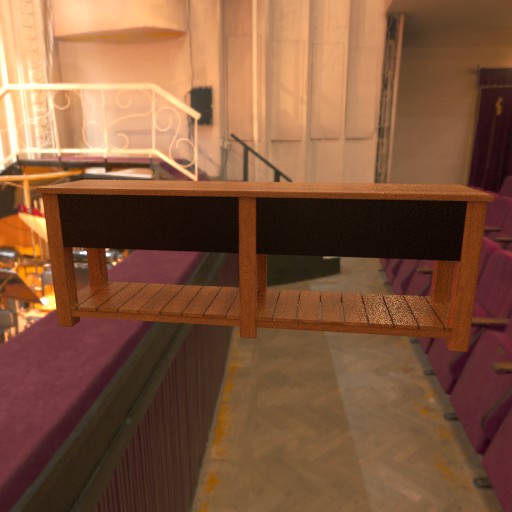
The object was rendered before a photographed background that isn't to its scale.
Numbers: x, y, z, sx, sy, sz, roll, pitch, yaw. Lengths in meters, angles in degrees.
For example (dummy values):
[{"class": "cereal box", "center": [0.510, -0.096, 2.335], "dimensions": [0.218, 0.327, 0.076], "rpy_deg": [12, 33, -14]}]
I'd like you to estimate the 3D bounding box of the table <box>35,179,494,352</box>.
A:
[{"class": "table", "center": [0.000, 0.000, 2.022], "dimensions": [1.815, 0.635, 0.425], "rpy_deg": [2, 15, 8]}]
